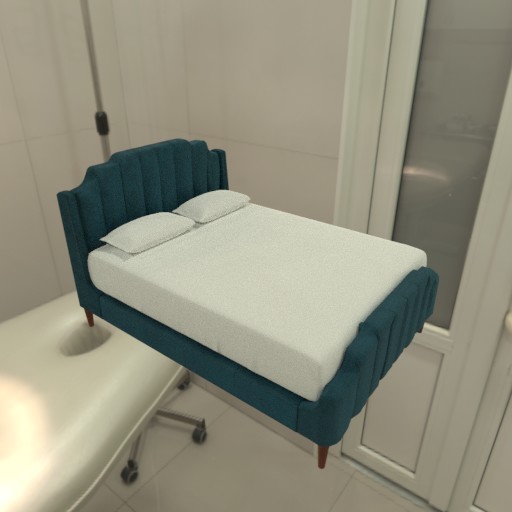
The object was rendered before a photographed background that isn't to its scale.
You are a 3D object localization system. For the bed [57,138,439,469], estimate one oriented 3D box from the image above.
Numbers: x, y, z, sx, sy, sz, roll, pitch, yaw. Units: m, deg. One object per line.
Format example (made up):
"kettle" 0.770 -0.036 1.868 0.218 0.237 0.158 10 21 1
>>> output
"bed" 0.000 0.000 3.324 2.322 1.351 1.676 19 33 33
